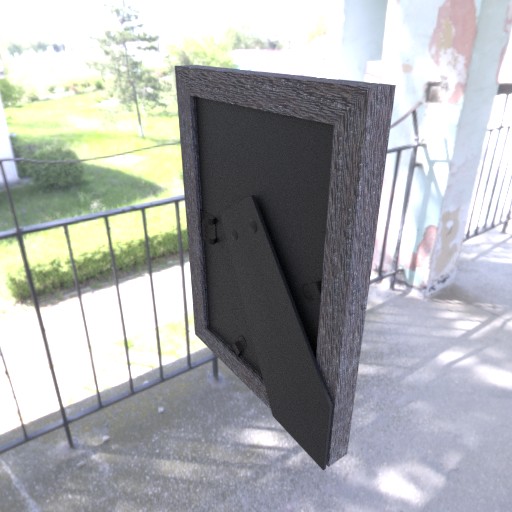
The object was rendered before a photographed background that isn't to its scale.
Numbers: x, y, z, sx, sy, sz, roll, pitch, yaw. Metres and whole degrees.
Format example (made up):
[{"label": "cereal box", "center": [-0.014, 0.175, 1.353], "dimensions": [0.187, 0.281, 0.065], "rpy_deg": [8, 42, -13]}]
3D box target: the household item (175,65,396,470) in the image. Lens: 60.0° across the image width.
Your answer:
[{"label": "household item", "center": [0.000, 0.000, 0.275], "dimensions": [0.020, 0.210, 0.160], "rpy_deg": [-18, 32, -32]}]
